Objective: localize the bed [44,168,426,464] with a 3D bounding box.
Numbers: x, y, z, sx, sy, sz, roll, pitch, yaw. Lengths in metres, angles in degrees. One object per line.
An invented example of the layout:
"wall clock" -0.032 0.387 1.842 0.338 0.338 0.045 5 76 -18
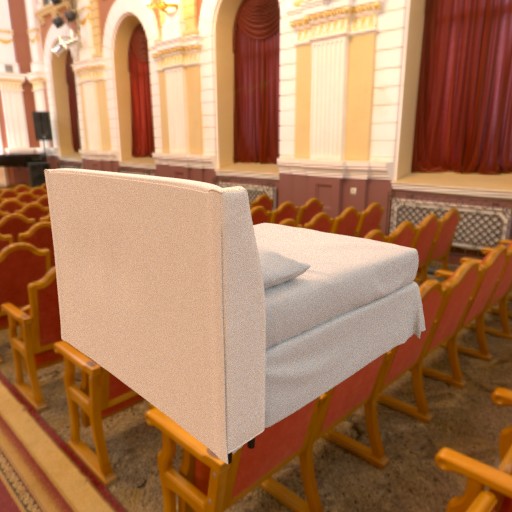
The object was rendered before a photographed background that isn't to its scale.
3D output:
"bed" 0.000 0.000 3.325 2.276 1.332 1.925 -14 20 -43
